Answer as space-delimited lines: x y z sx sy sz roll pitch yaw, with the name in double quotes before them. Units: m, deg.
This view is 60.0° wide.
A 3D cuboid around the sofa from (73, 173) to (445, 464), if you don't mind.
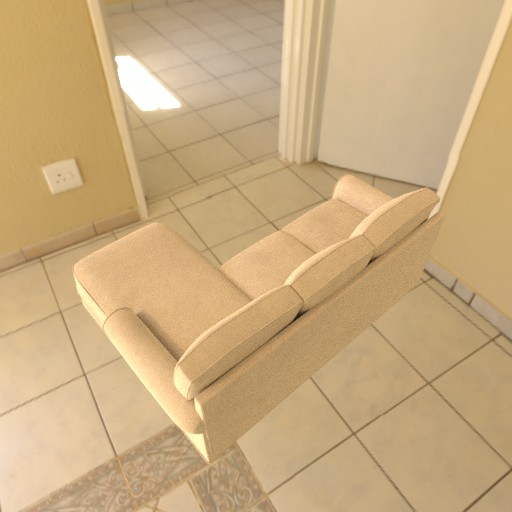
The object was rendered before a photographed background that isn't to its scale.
"sofa" 0.000 0.000 2.467 1.770 0.734 1.226 -32 54 -27
